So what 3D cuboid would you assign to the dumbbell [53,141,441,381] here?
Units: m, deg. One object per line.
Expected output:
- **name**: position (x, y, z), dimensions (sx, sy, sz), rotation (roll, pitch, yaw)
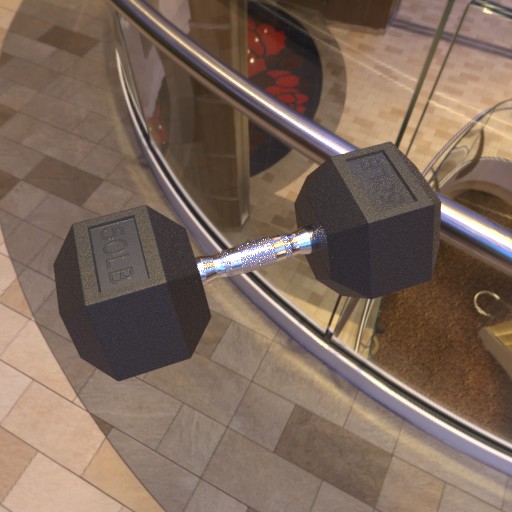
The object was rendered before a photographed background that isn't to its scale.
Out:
- **dumbbell**: position (0.000, 0.000, 0.473), dimensions (0.384, 0.150, 0.173), rotation (-16, 60, -10)
